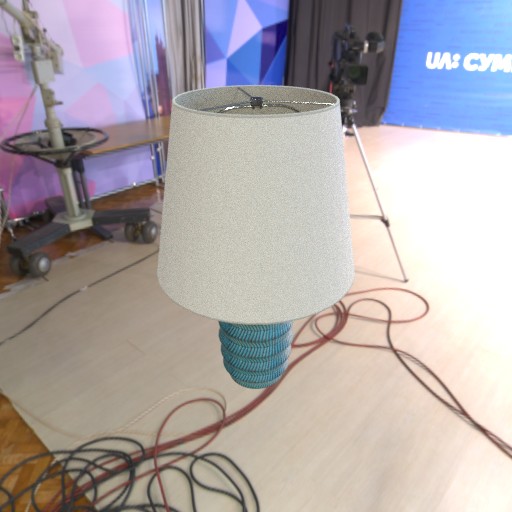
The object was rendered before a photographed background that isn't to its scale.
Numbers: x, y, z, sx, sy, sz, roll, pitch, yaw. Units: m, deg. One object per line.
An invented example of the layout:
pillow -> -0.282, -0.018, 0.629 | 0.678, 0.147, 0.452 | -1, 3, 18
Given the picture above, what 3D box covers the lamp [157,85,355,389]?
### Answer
lamp -> 0.000, 0.000, 0.575 | 0.254, 0.392, 0.254 | 0, 29, 0
